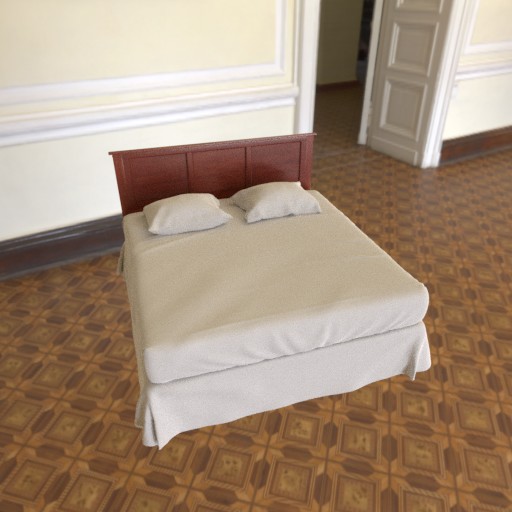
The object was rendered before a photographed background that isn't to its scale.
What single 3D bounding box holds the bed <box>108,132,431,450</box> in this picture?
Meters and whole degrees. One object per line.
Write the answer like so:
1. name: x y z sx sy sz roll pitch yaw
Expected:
1. bed: 0.000 0.000 3.644 2.314 1.271 2.219 -9 33 -15
